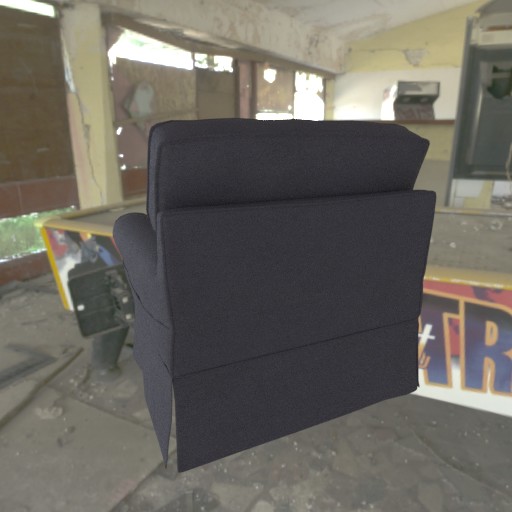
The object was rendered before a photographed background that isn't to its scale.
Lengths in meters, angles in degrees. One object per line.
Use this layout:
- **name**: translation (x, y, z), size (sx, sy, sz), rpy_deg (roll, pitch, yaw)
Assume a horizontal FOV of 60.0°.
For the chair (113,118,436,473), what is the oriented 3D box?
- **chair**: translation (0.000, 0.000, 1.943), size (1.119, 1.140, 1.002), rpy_deg (-8, 18, -25)
